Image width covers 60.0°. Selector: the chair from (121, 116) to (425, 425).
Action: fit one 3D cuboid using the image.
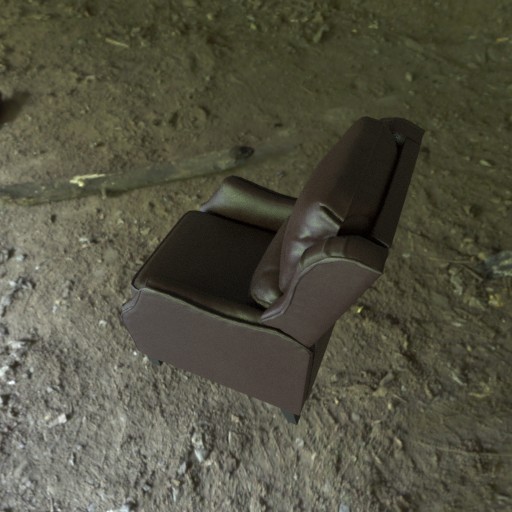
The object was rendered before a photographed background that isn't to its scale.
[{"bbox_3d":[0.000,0.000,1.798,0.982,1.132,0.770,17,49,15],"label":"chair"}]
